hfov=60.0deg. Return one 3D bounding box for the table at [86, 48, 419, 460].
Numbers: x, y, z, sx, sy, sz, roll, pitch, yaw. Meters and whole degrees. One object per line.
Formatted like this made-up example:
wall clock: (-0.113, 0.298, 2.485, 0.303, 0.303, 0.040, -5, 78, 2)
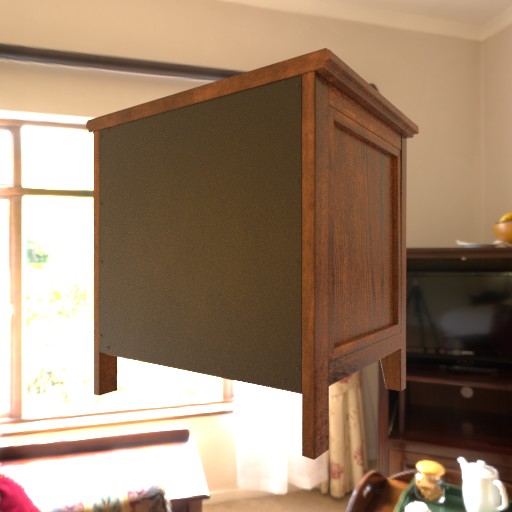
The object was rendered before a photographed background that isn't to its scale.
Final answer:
table: (0.000, 0.000, 0.988, 0.586, 0.597, 0.461, 0, 0, 35)
